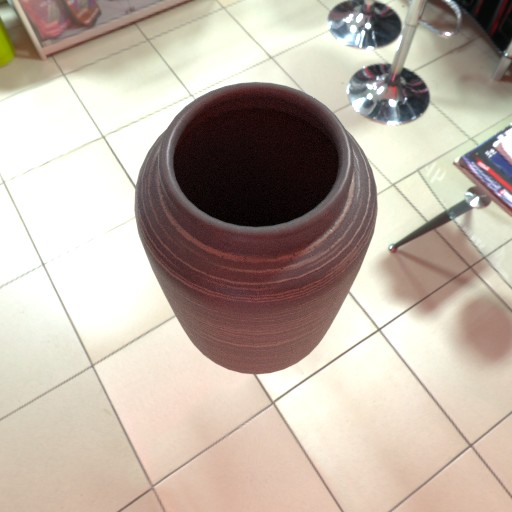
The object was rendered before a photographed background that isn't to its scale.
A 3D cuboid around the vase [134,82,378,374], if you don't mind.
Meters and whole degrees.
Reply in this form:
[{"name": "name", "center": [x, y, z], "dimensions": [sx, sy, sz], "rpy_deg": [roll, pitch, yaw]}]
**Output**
[{"name": "vase", "center": [0.000, 0.000, 0.681], "dimensions": [0.297, 0.499, 0.297], "rpy_deg": [0, 64, 0]}]
